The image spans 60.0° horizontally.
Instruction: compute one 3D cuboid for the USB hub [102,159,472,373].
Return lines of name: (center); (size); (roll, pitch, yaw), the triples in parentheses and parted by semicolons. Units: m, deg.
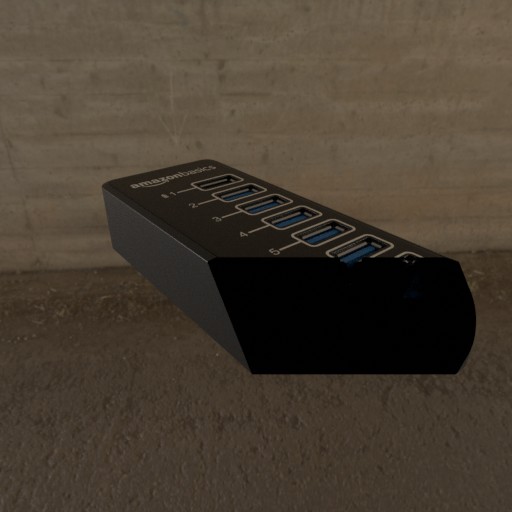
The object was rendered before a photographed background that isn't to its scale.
USB hub: (0.000, 0.000, 0.124); (0.044, 0.023, 0.110); (-22, 36, -33)
